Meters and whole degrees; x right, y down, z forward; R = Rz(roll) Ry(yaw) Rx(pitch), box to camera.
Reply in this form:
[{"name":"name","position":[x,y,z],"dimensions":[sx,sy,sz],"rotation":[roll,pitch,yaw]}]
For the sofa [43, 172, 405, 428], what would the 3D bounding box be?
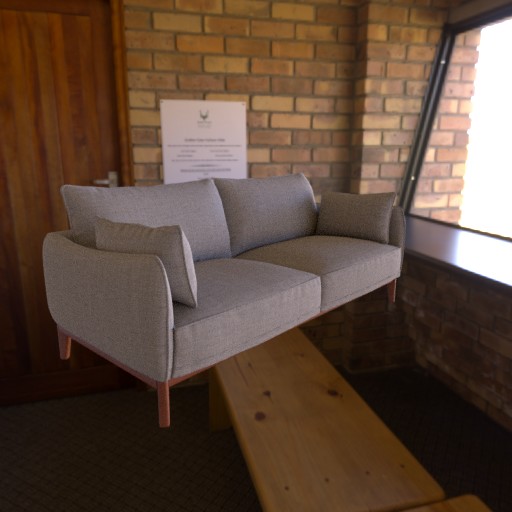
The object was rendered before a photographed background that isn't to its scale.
[{"name":"sofa","position":[0.000,0.000,2.483],"dimensions":[0.972,0.851,1.989],"rotation":[12,18,41]}]
